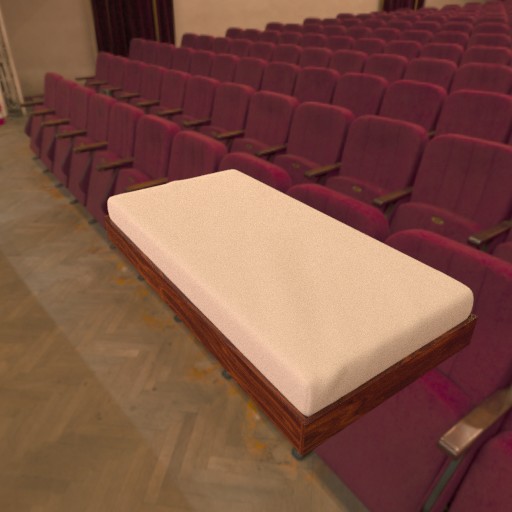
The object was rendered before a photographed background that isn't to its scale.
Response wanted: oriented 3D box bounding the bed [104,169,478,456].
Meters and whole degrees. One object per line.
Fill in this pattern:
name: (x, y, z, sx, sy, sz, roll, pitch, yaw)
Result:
bed: (0.000, 0.000, 2.253, 0.940, 0.312, 1.860, -20, 35, -30)
